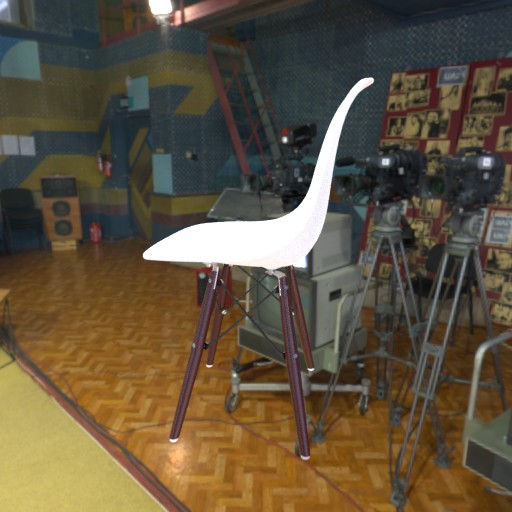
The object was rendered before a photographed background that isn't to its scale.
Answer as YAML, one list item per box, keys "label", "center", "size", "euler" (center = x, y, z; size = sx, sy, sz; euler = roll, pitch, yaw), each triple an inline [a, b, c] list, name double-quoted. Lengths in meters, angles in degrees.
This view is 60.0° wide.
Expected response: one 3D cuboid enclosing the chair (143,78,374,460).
- label: "chair"
  center: [0.000, 0.000, 1.129]
  size: [0.533, 0.826, 0.470]
  euler: [2, 13, 6]
